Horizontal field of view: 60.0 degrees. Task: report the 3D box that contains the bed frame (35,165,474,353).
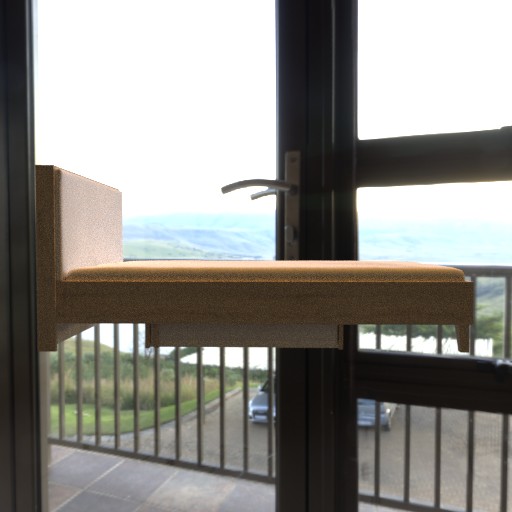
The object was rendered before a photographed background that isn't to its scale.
[{"bbox_3d":[0.000,0.000,2.652,2.140,0.920,0.990,0,2,1],"label":"bed frame"}]
